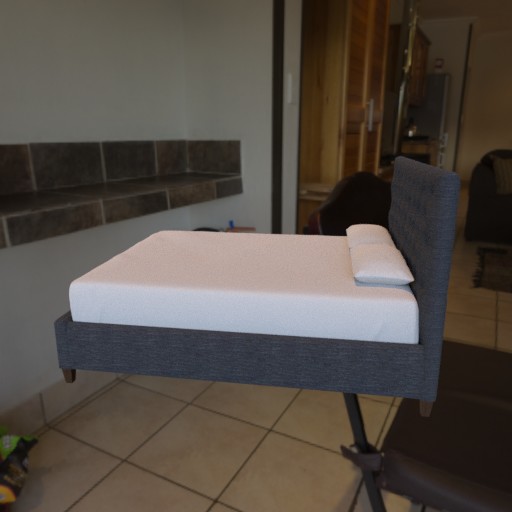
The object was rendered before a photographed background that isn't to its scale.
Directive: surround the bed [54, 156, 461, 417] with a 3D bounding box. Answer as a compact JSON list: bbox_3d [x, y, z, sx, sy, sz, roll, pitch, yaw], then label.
[{"bbox_3d":[0.000,0.000,3.381,2.387,1.427,1.698,2,16,9],"label":"bed"}]
